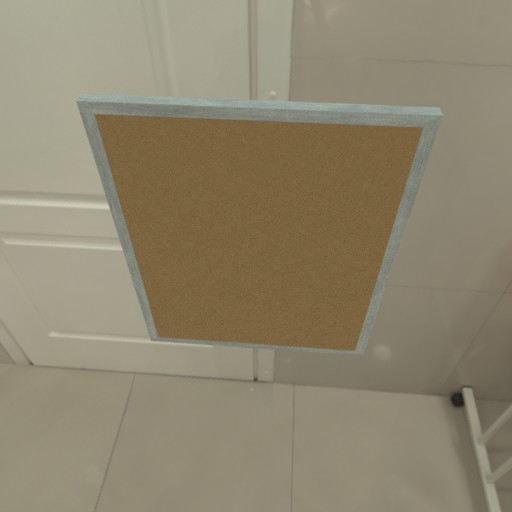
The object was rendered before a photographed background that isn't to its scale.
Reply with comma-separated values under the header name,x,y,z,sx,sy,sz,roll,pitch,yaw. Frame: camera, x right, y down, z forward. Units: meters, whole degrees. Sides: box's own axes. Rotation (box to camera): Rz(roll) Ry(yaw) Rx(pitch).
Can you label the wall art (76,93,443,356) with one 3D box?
name,x,y,z,sx,sy,sz,roll,pitch,yaw
wall art,0.000,0.000,0.796,0.479,0.582,0.022,3,47,3
